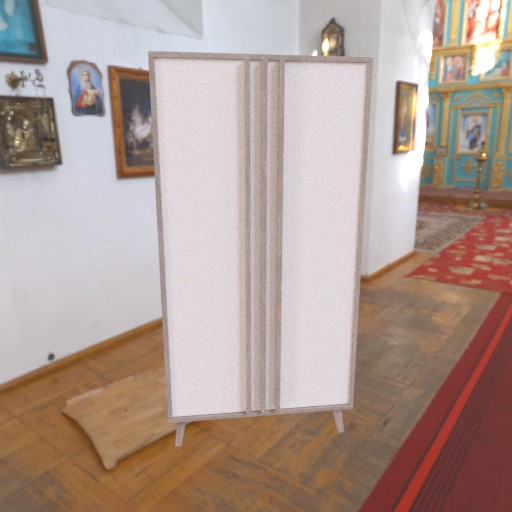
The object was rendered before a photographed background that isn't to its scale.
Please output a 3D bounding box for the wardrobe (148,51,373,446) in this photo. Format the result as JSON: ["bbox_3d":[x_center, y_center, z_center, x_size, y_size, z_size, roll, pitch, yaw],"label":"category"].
[{"bbox_3d":[0.000,0.000,2.448,1.000,1.960,0.600,-2,14,-7],"label":"wardrobe"}]
